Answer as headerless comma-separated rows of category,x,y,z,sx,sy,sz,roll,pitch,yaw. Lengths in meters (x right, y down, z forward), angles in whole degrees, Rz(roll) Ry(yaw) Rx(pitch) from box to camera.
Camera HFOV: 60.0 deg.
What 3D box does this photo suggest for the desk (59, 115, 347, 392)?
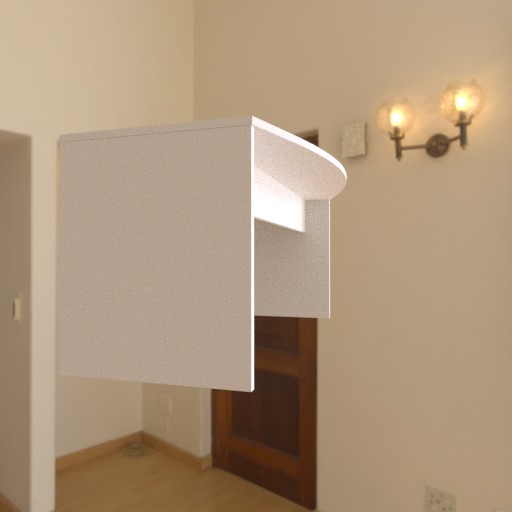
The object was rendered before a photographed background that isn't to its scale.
desk,0.000,0.000,2.034,0.802,0.750,1.600,0,0,17
